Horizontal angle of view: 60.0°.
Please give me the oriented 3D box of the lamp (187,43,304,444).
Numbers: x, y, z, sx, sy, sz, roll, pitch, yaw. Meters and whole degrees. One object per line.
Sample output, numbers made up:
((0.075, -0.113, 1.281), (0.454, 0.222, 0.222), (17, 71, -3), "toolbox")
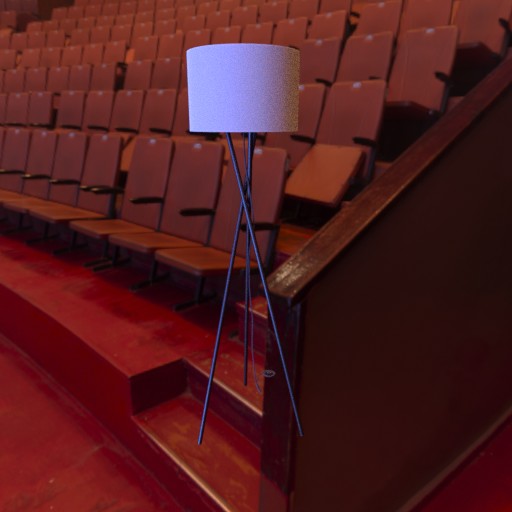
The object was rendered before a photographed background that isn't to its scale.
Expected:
((0.000, 0.000, 1.936), (0.667, 1.624, 0.522), (-14, 22, -40), "lamp")
